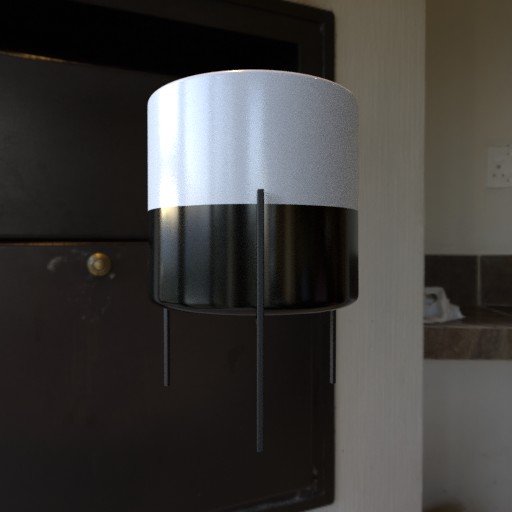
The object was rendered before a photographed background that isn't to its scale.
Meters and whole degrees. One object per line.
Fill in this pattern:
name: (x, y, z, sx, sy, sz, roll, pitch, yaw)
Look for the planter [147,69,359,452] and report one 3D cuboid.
planter: (0.000, 0.000, 0.652, 0.310, 0.432, 0.310, 0, 1, -18)
